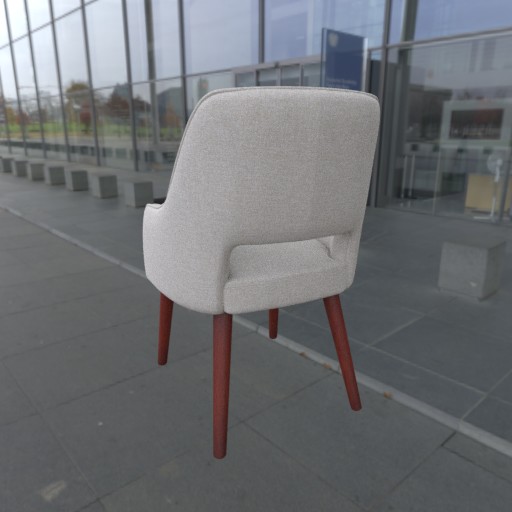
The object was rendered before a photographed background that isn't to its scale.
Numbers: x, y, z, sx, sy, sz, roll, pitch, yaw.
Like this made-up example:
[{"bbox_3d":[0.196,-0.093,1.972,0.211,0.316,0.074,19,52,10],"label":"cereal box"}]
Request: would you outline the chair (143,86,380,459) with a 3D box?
[{"bbox_3d":[0.000,0.000,1.232,0.560,0.840,0.580,-8,18,-26],"label":"chair"}]
